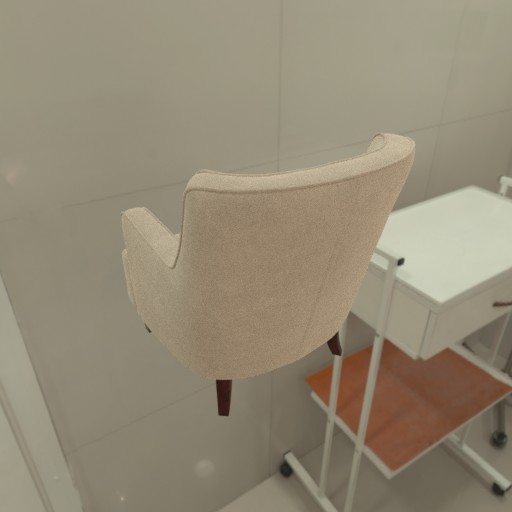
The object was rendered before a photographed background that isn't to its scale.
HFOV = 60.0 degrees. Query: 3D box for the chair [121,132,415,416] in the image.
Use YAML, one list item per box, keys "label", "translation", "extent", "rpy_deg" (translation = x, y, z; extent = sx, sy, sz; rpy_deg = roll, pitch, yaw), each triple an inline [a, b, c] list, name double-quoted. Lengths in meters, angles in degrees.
- label: "chair"
  translation: [0.000, 0.000, 1.632]
  extent: [0.781, 0.920, 0.910]
  rpy_deg: [-19, 35, -29]
